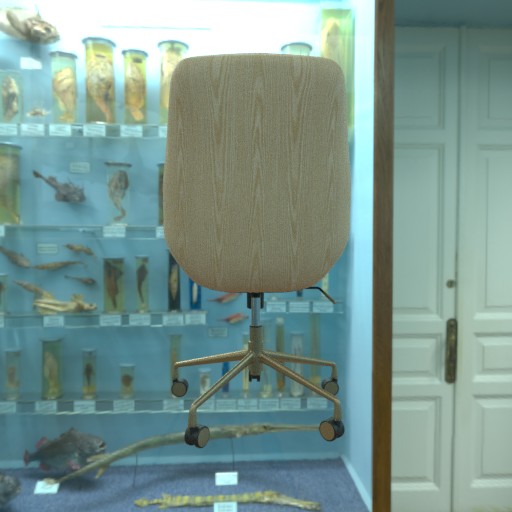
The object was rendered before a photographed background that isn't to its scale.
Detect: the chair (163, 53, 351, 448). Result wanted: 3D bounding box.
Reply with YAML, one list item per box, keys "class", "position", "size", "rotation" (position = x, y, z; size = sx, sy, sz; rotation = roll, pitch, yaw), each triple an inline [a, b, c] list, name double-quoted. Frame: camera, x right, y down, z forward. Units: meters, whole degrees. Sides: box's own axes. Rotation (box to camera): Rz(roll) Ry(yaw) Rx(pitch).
- class: "chair"
  position: [0.000, 0.000, 1.337]
  size: [0.564, 0.952, 0.668]
  rotation: [0, 2, -1]
